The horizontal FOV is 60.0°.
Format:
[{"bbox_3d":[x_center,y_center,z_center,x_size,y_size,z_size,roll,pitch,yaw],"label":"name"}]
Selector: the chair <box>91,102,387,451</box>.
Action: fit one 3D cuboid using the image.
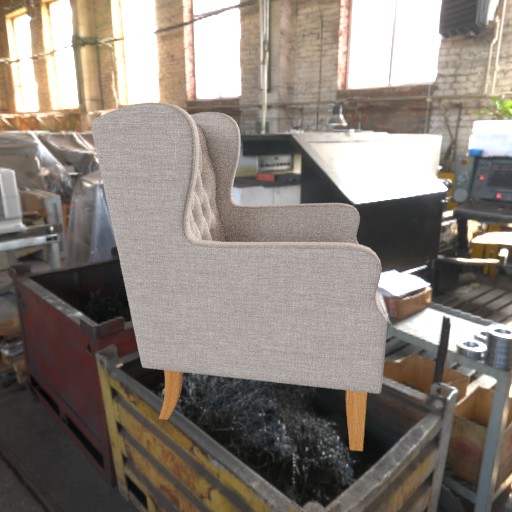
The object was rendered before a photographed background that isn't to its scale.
[{"bbox_3d":[0.000,0.000,1.463,0.760,0.930,0.710,2,16,8],"label":"chair"}]
